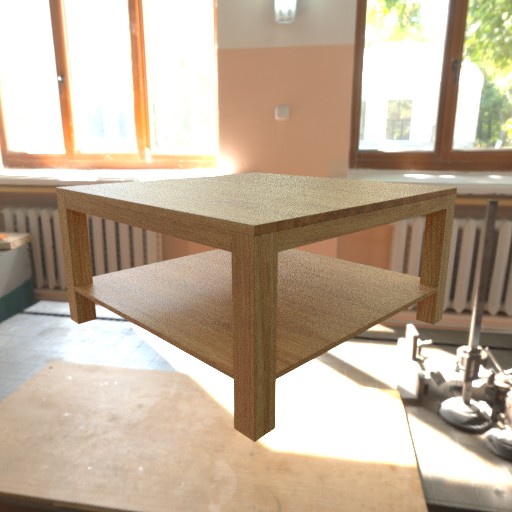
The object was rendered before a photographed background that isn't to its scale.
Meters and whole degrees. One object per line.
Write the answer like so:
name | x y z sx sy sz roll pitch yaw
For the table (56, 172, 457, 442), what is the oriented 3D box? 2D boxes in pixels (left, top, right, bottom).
table | 0.000 0.000 1.462 0.900 0.450 0.900 -14 20 -43
